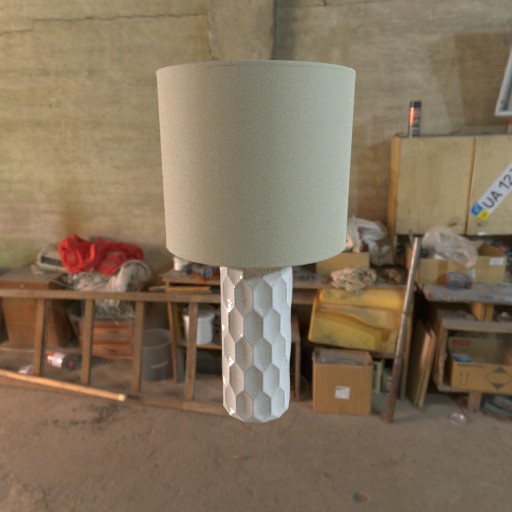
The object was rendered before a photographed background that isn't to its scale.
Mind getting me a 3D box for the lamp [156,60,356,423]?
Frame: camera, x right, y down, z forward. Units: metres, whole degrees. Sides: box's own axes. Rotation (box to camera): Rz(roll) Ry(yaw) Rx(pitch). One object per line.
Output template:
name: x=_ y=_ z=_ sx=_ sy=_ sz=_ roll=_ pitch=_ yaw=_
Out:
lamp: x=0.000 y=0.000 z=0.702 sx=0.277 sy=0.537 sz=0.277 roll=-8 pitch=18 yaw=-25
